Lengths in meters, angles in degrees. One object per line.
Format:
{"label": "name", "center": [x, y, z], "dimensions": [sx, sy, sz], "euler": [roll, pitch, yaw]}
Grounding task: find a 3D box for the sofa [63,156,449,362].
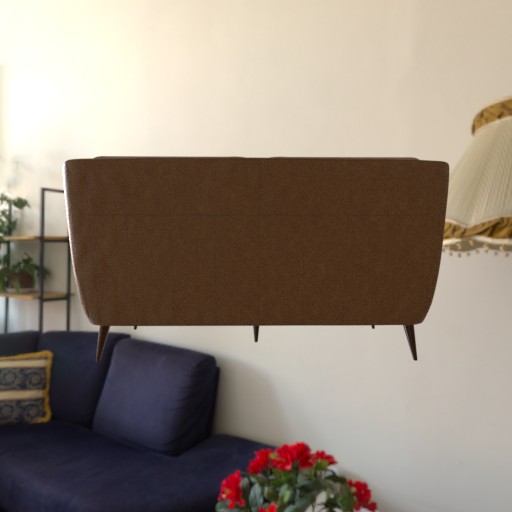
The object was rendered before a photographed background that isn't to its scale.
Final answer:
{"label": "sofa", "center": [0.000, 0.000, 2.294], "dimensions": [1.731, 0.886, 0.981], "euler": [0, 1, -1]}
